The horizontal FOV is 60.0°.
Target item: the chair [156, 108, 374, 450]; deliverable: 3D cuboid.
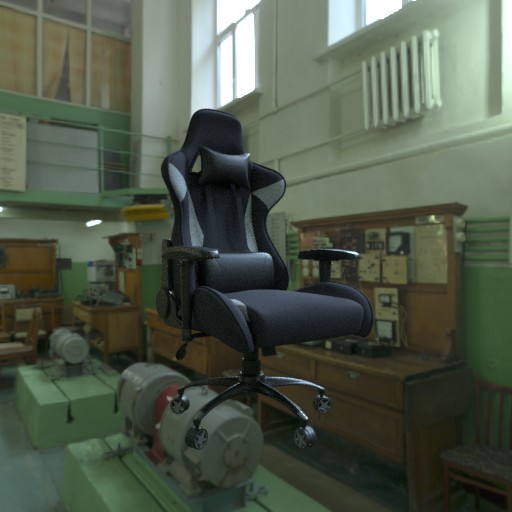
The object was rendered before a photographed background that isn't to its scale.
[{"bbox_3d":[0.000,0.000,1.729,0.730,1.300,0.695,0,-1,-36],"label":"chair"}]
